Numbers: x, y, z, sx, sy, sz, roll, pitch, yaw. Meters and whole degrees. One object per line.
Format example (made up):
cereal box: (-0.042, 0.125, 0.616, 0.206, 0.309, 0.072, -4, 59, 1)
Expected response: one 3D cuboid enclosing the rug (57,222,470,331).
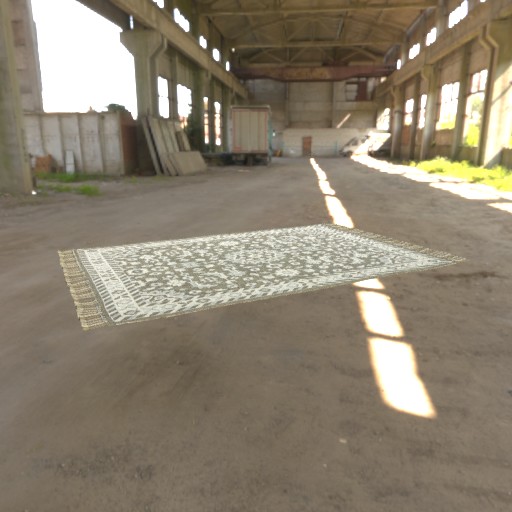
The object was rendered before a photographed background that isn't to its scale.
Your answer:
rug: (0.000, 0.000, 3.047, 2.431, 0.025, 1.530, -8, 17, -26)
